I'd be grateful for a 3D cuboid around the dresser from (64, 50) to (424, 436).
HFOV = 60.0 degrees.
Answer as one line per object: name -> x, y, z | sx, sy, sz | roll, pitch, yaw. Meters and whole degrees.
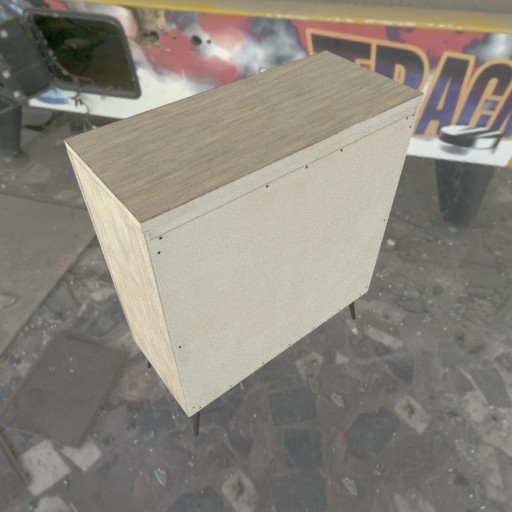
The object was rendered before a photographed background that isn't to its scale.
dresser -> 0.000, 0.000, 1.764 | 1.016, 1.219, 0.457 | -29, 53, -26
